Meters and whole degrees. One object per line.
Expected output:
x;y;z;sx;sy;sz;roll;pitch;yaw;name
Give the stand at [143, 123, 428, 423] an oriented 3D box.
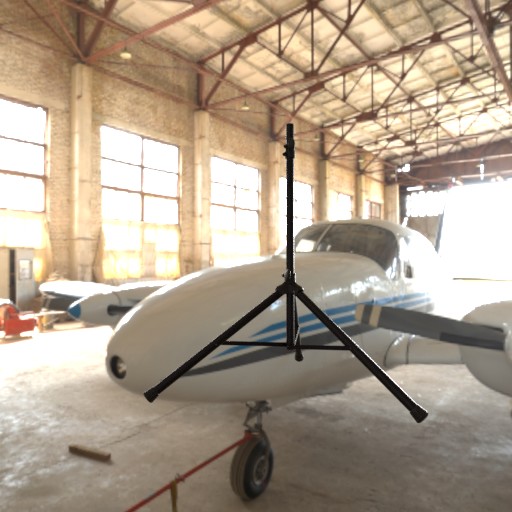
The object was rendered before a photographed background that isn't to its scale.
0.000;0.000;1.850;0.907;1.136;1.045;0;-1;-17;stand
